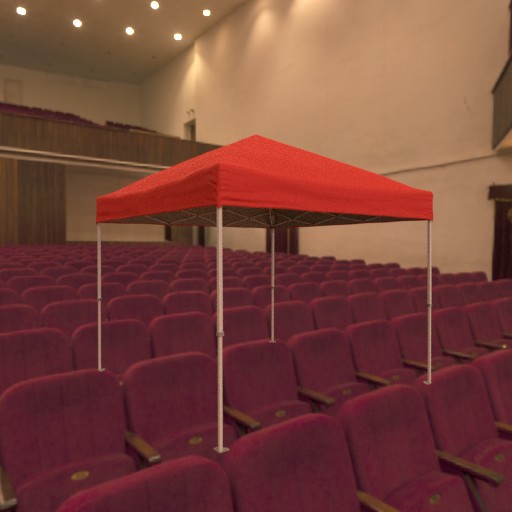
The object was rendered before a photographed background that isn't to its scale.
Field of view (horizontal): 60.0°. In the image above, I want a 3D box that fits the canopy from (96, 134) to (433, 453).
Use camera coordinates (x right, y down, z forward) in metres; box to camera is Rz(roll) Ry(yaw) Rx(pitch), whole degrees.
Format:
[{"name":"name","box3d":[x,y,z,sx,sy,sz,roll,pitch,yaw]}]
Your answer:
[{"name":"canopy","box3d":[0.000,0.000,5.495,2.998,2.997,2.996,-1,1,-37]}]
